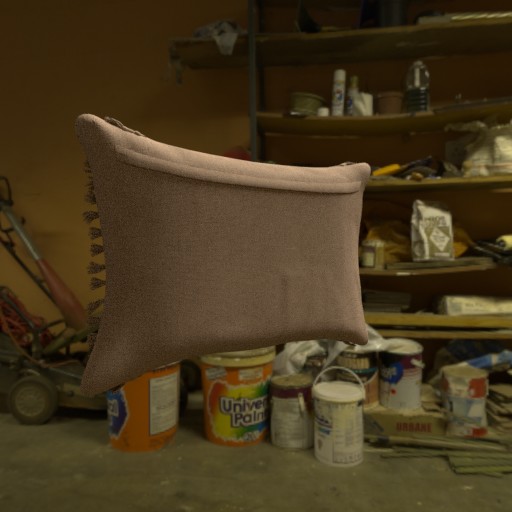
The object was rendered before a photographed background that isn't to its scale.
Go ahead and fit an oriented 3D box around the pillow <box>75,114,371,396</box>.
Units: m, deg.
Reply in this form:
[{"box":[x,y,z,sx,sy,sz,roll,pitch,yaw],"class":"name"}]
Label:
[{"box":[0.000,0.000,0.600,0.466,0.305,0.084,-1,1,-36],"class":"pillow"}]
